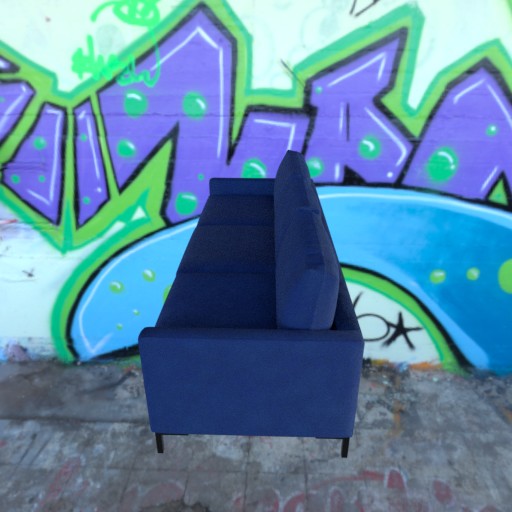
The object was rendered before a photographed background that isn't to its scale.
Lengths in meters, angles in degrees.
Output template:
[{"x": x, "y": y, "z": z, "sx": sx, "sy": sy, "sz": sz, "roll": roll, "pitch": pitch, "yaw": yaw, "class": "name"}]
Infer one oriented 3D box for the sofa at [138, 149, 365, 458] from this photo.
[{"x": 0.000, "y": 0.000, "z": 2.712, "sx": 0.875, "sy": 0.879, "sz": 2.252, "roll": 1, "pitch": 25, "yaw": 2, "class": "sofa"}]
